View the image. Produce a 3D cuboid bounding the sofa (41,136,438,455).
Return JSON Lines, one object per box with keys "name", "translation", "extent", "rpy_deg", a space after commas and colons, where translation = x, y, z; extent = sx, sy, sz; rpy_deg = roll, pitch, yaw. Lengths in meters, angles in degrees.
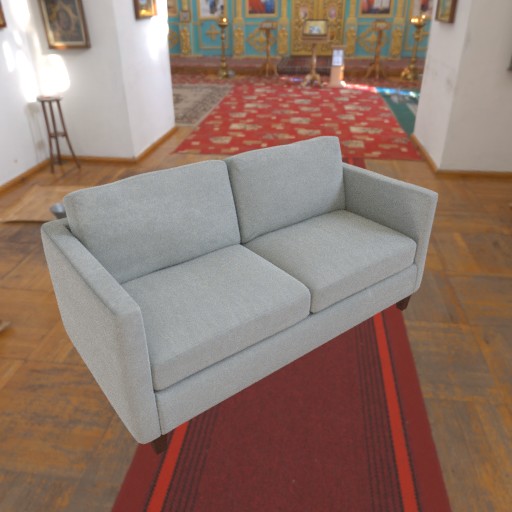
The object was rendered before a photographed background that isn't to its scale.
{"name": "sofa", "translation": [0.000, 0.000, 2.380], "extent": [1.884, 0.963, 0.950], "rpy_deg": [-20, 35, -32]}
